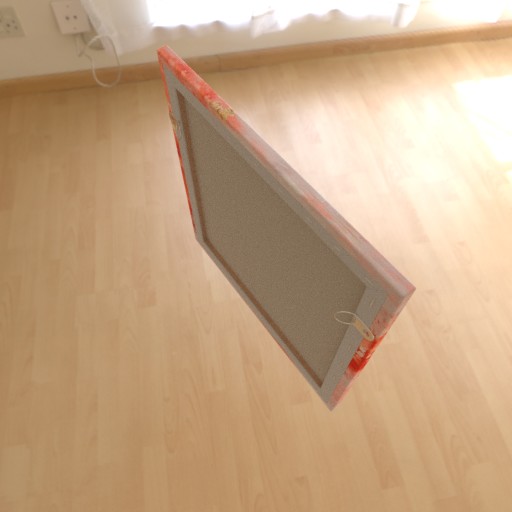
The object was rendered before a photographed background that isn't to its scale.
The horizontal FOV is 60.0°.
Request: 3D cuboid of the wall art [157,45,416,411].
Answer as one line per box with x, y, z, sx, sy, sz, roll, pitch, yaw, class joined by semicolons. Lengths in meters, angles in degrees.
0.000;0.000;1.327;0.066;0.878;0.878;-32;63;-18;wall art
